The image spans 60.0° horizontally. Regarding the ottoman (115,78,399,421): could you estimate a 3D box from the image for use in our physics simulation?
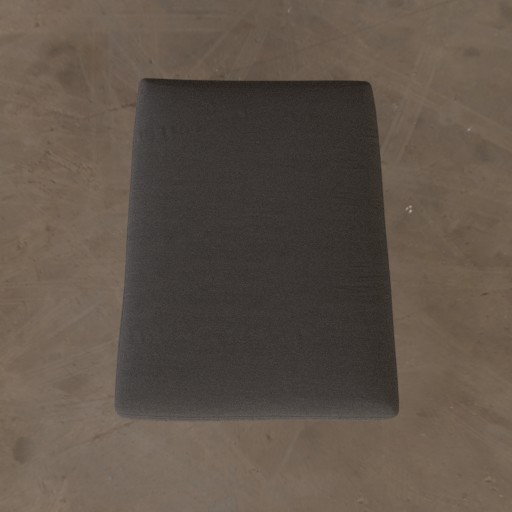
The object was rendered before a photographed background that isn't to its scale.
[{"bbox_3d":[0.000,0.000,1.143,0.569,0.500,0.771,0,75,0],"label":"ottoman"}]
